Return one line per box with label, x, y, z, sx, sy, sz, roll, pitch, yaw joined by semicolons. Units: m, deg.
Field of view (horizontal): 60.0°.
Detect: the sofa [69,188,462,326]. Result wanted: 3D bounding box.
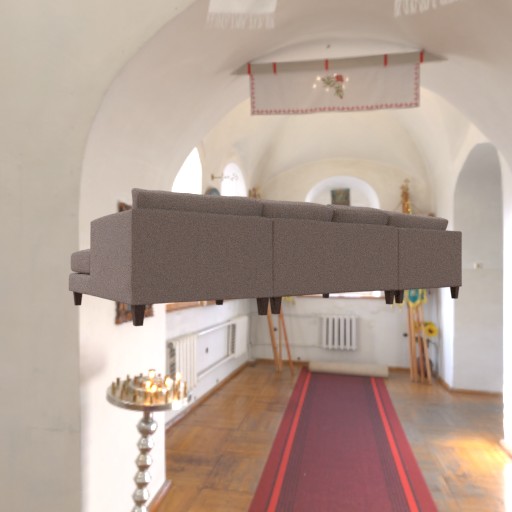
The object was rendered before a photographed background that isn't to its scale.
sofa;0.000;0.000;4.508;3.438;0.865;2.424;0;-1;-35
